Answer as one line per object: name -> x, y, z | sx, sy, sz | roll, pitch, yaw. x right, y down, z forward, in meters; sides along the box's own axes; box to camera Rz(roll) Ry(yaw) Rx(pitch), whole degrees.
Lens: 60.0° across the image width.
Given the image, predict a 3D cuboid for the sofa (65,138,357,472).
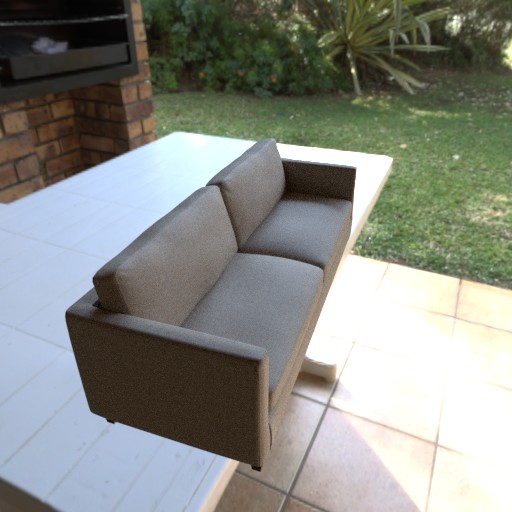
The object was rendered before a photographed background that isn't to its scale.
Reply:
sofa -> 0.000, 0.000, 2.895 | 0.951, 0.965, 2.434 | 10, 32, 17
